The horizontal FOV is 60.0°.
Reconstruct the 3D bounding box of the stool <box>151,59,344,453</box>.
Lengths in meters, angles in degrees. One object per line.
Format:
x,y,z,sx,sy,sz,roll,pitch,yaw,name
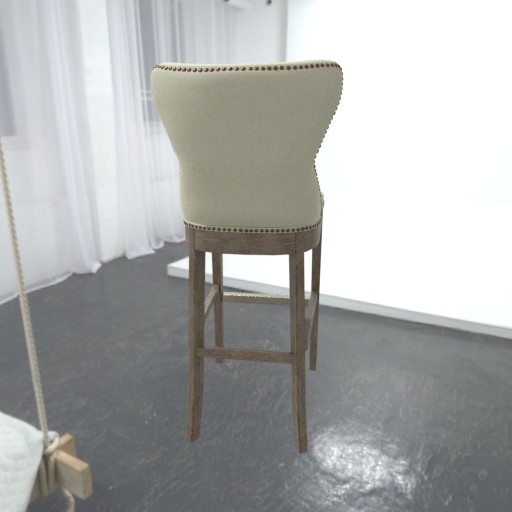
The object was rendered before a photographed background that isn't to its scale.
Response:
0.000,0.000,1.452,0.494,1.123,0.606,2,16,8,stool
